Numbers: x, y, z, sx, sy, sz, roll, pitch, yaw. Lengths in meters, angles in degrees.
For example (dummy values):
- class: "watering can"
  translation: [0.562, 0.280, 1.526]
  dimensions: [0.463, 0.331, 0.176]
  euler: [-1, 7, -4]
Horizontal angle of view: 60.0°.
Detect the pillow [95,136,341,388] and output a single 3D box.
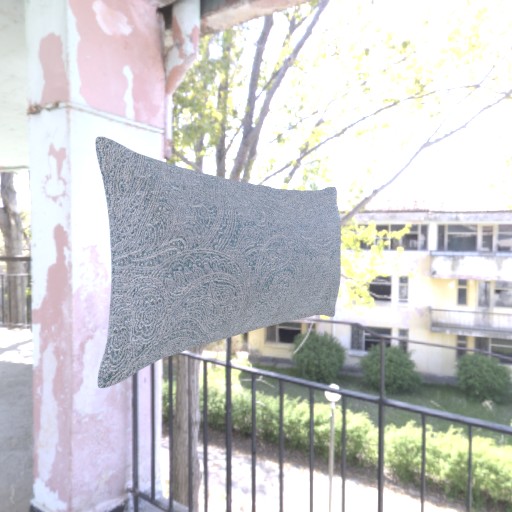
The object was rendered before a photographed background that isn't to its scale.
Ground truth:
- class: "pillow"
  translation: [0.000, 0.000, 0.759]
  dimensions: [0.151, 0.295, 0.615]
  euler: [1, 2, 36]
